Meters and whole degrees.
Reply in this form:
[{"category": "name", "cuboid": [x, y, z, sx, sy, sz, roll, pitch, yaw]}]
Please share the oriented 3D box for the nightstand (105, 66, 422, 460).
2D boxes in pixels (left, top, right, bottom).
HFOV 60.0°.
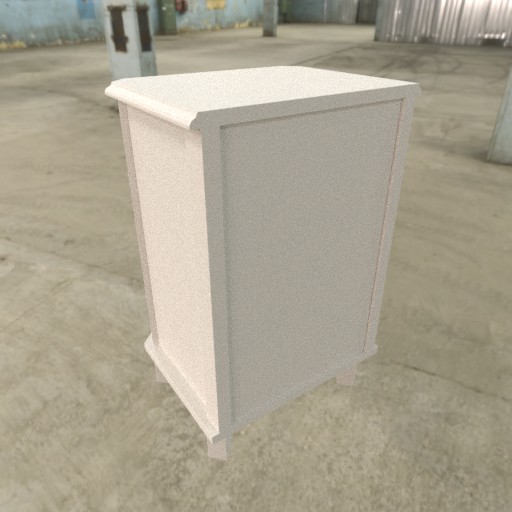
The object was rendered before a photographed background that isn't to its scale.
[{"category": "nightstand", "cuboid": [0.000, 0.000, 0.919, 0.435, 0.681, 0.351, -19, 34, -30]}]
